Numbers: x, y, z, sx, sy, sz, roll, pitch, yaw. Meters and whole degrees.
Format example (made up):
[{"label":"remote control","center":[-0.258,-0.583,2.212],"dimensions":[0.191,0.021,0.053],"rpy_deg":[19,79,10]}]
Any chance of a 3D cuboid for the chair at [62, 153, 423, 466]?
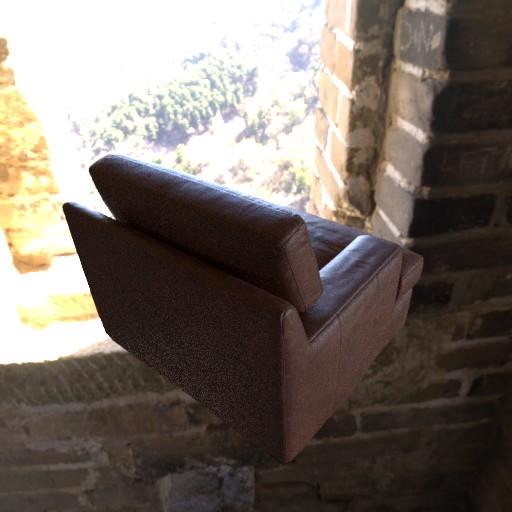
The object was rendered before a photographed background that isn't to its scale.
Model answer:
[{"label":"chair","center":[0.000,0.000,1.982],"dimensions":[1.168,0.939,1.143],"rpy_deg":[23,38,33]}]
